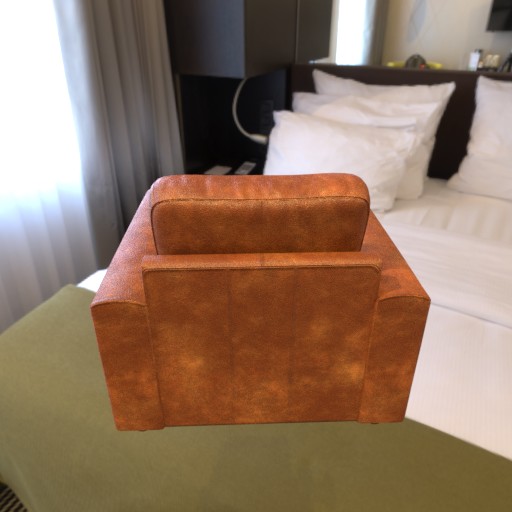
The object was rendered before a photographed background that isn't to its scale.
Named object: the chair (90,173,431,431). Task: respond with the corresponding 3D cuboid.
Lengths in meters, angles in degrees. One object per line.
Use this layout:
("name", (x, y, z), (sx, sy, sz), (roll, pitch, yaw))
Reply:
("chair", (0.000, 0.000, 1.781), (1.005, 0.873, 1.016), (-1, 29, -2))
